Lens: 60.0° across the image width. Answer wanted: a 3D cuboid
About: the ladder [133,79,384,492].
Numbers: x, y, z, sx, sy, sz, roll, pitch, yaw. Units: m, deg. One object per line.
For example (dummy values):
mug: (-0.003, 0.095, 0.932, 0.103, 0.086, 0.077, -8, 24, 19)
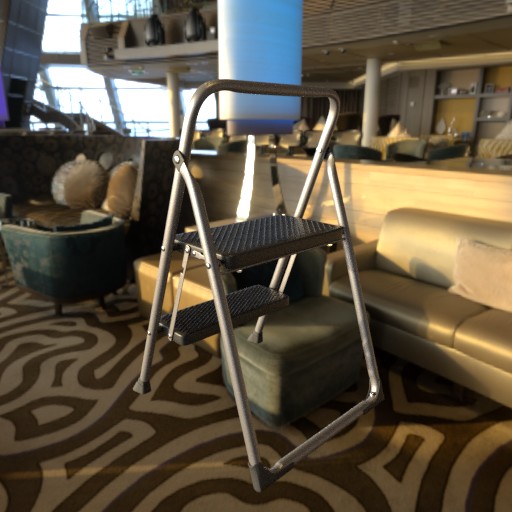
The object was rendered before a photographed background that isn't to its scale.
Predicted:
ladder: (0.000, 0.000, 0.999, 0.430, 0.720, 0.472, -15, 22, -41)
